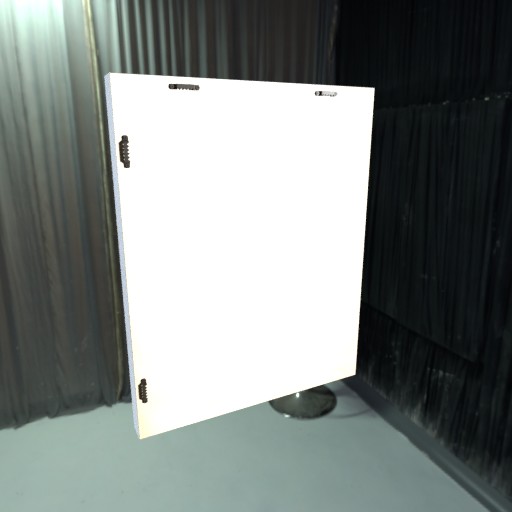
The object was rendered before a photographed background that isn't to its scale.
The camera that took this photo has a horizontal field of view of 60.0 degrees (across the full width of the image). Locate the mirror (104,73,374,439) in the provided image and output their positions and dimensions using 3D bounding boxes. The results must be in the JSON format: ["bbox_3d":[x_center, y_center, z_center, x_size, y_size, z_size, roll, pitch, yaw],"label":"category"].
[{"bbox_3d":[0.000,0.000,0.694,0.406,0.509,0.041,-8,17,-26],"label":"mirror"}]
